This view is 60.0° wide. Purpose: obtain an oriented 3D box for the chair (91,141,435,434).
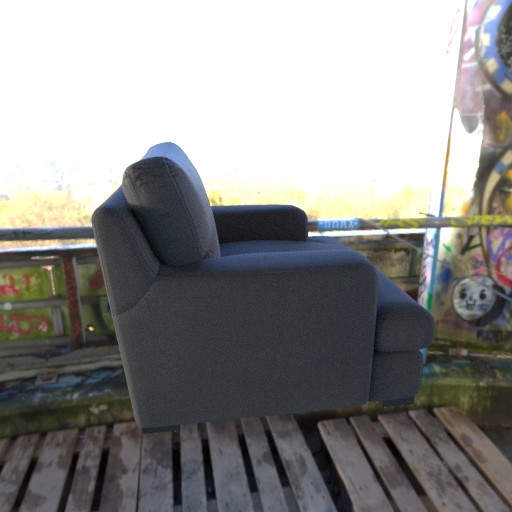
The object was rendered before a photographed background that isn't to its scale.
[{"bbox_3d":[0.000,0.000,1.955,1.143,0.940,1.168,-3,17,-9],"label":"chair"}]
